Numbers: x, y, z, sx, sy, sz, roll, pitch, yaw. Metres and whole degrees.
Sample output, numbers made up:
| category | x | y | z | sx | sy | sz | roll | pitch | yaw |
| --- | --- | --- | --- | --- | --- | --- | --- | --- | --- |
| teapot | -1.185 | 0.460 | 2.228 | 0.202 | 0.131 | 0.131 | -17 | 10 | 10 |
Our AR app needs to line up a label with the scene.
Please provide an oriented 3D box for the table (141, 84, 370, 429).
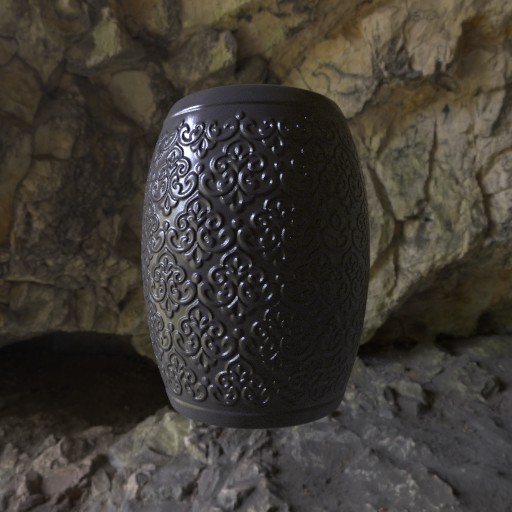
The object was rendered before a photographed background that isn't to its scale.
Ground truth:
| category | x | y | z | sx | sy | sz | roll | pitch | yaw |
| --- | --- | --- | --- | --- | --- | --- | --- | --- | --- |
| table | 0.000 | 0.000 | 0.618 | 0.309 | 0.397 | 0.309 | 0 | 1 | 0 |
